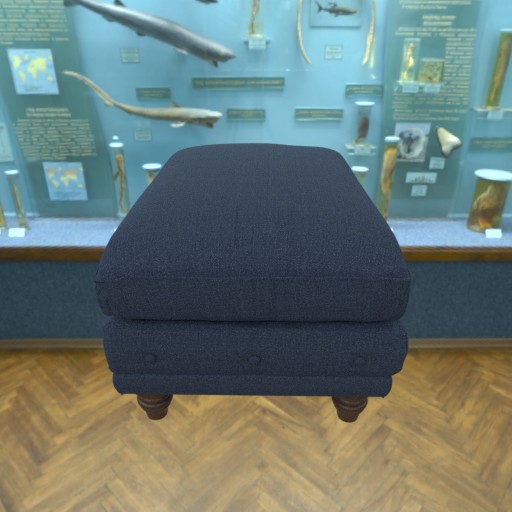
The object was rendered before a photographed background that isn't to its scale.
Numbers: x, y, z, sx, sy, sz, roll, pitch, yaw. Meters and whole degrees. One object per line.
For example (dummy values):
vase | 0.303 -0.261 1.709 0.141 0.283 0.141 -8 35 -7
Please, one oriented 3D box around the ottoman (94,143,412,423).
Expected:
ottoman | 0.000 0.000 1.127 0.558 0.486 0.767 0 27 1
